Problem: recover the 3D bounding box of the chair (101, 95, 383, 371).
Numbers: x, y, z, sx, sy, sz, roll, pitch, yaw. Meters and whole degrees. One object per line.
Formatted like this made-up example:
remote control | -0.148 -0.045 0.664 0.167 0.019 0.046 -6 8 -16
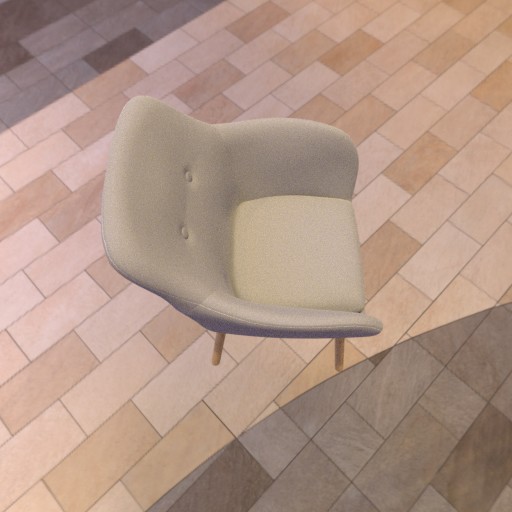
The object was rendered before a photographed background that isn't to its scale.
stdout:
chair | 0.000 0.000 1.232 0.590 0.830 0.570 -1 63 0
